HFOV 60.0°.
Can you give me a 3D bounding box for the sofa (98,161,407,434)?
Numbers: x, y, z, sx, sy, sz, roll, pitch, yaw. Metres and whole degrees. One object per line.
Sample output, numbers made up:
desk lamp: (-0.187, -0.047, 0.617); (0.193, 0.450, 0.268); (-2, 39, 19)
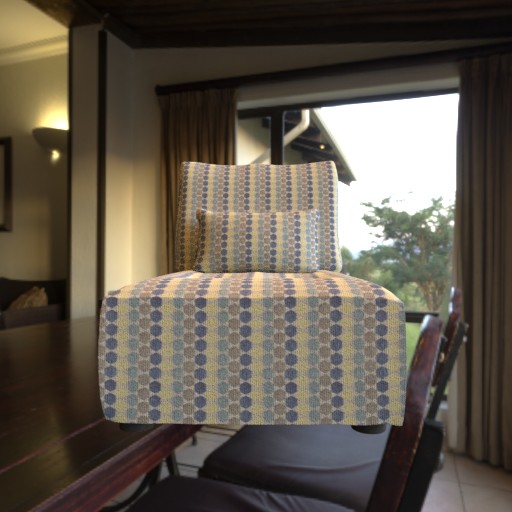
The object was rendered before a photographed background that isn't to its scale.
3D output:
sofa: (0.000, 0.000, 1.500); (0.700, 0.820, 1.000); (0, 0, 1)
